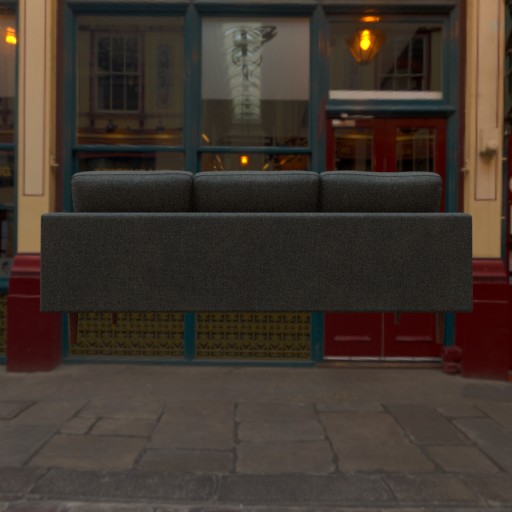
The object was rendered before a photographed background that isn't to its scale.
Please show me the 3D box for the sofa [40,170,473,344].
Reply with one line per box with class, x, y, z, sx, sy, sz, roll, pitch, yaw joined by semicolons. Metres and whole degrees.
sofa;0.000;0.000;2.709;2.246;0.930;0.903;0;-1;0
